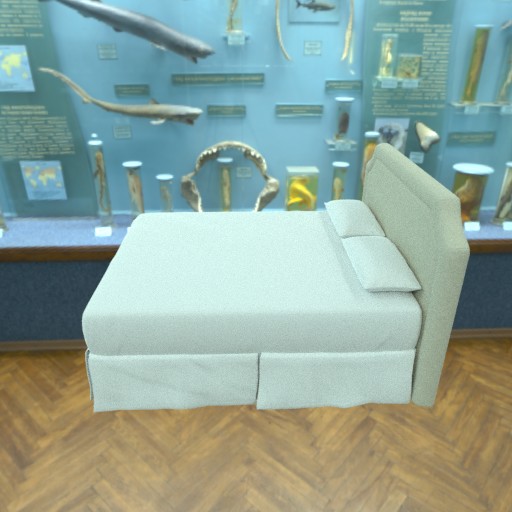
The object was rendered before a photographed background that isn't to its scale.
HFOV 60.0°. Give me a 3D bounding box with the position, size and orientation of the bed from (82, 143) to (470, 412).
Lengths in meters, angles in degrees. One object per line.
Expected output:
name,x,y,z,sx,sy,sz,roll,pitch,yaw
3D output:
bed,0.000,0.000,3.120,2.116,1.290,1.693,-1,27,-1
